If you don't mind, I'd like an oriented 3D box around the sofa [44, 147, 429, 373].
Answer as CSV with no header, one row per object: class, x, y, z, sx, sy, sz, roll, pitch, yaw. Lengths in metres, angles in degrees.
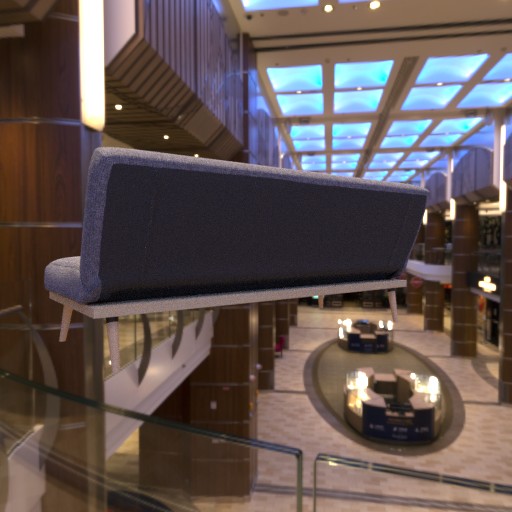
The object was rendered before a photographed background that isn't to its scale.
sofa,0.000,0.000,2.225,1.820,0.770,0.820,-1,3,-37
